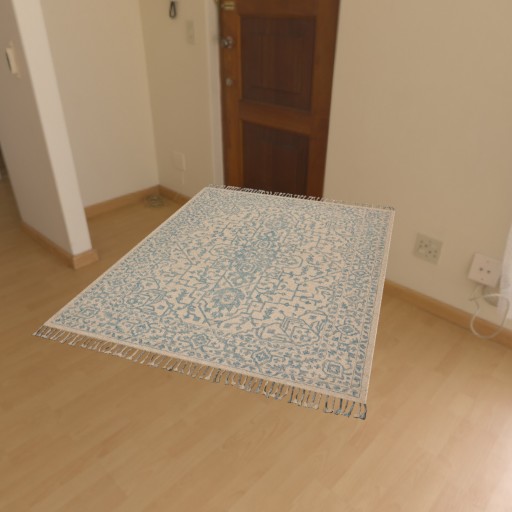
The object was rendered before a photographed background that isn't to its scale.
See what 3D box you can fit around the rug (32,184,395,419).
[{"bbox_3d":[0.000,0.000,4.318,2.464,0.010,3.327,9,31,16],"label":"rug"}]
